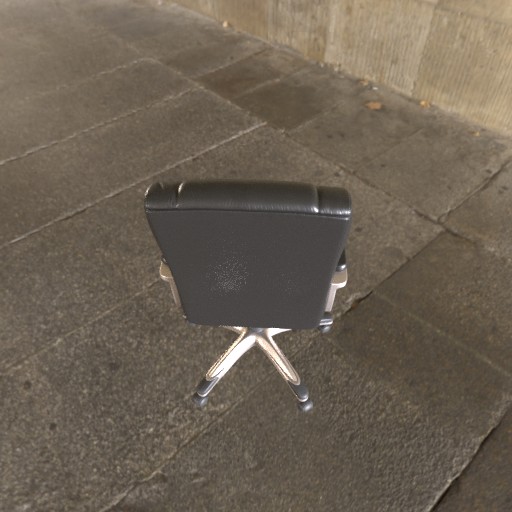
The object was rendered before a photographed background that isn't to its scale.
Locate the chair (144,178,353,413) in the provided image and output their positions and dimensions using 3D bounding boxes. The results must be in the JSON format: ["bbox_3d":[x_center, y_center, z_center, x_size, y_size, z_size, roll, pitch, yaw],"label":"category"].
[{"bbox_3d":[0.000,0.000,1.625,0.700,1.145,0.780,2,46,2],"label":"chair"}]
